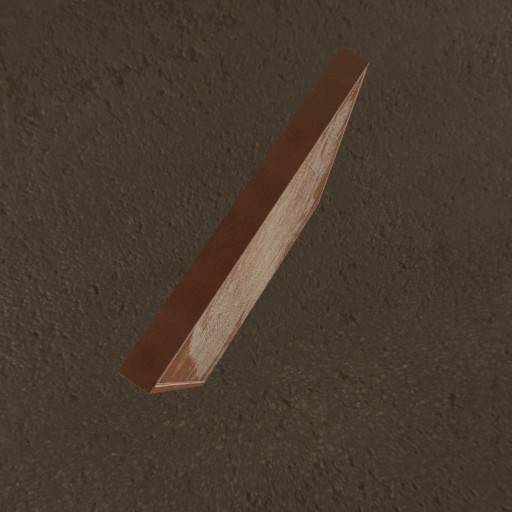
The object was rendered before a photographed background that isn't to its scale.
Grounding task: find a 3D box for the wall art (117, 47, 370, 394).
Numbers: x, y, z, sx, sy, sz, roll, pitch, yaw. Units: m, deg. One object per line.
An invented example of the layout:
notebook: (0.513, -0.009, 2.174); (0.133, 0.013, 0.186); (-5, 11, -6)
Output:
wall art: (0.000, 0.000, 0.626); (0.035, 0.403, 0.403); (31, 77, 8)
